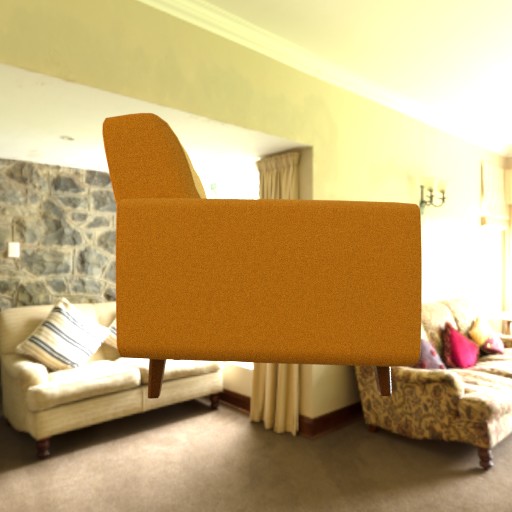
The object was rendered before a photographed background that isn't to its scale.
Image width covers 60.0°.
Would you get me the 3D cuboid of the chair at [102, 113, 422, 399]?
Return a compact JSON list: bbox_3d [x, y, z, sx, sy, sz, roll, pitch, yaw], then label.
[{"bbox_3d":[0.000,0.000,1.570,0.909,0.841,0.831,0,0,-2],"label":"chair"}]
